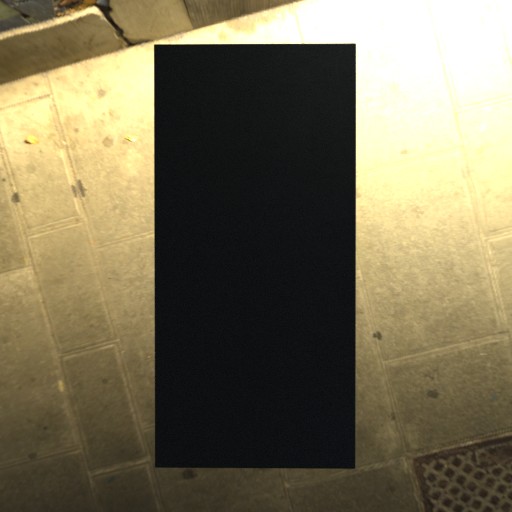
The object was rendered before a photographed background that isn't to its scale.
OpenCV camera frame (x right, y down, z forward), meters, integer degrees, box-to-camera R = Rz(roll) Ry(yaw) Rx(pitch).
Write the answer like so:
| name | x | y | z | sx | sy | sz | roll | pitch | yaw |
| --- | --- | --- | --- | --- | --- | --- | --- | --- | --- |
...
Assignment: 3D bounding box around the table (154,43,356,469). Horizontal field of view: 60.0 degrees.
| name | x | y | z | sx | sy | sz | roll | pitch | yaw |
| --- | --- | --- | --- | --- | --- | --- | --- | --- | --- |
| table | 0.000 | 0.000 | 1.288 | 0.483 | 0.457 | 1.016 | 0 | 91 | 1 |
